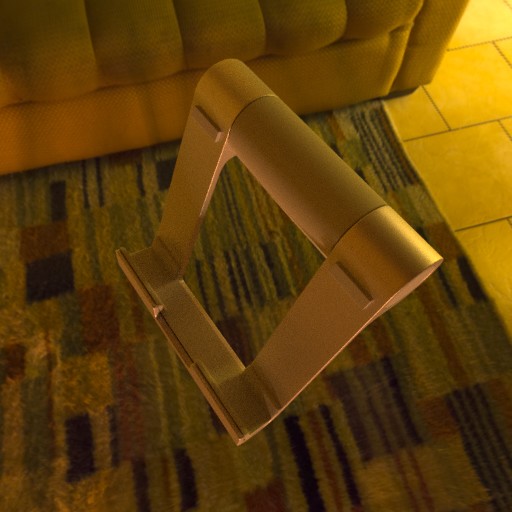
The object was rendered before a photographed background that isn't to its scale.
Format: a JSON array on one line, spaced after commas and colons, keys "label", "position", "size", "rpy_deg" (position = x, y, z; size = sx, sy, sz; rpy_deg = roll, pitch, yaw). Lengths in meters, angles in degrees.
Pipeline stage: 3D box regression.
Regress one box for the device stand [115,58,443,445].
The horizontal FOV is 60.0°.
[{"label": "device stand", "position": [0.000, 0.000, 0.152], "size": [0.079, 0.084, 0.086], "rpy_deg": [-33, 68, -15]}]
